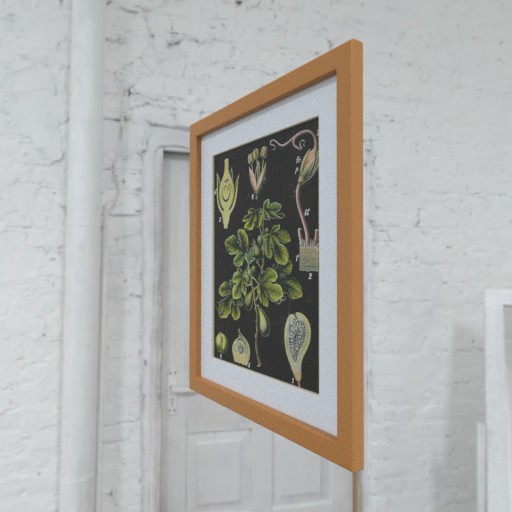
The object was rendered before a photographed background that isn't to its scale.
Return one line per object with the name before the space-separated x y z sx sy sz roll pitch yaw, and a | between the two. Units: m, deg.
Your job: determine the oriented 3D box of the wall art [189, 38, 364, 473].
wall art | 0.000 0.000 0.752 0.022 0.553 0.452 0 -1 -36
